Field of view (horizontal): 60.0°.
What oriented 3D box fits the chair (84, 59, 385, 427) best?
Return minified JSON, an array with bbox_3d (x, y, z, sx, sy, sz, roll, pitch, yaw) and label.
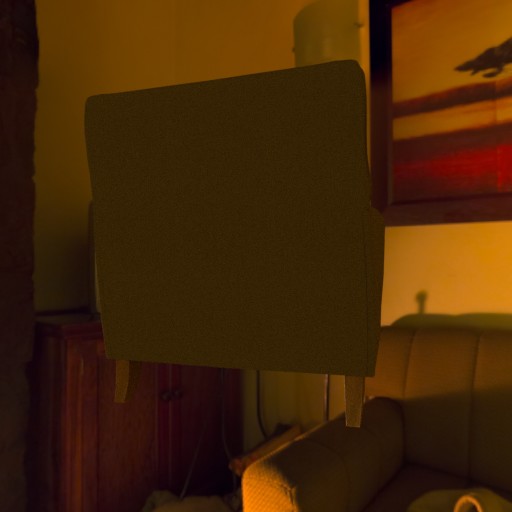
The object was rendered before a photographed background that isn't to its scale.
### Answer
[{"bbox_3d":[0.000,0.000,1.524,0.836,0.911,0.831,-1,-2,18],"label":"chair"}]
